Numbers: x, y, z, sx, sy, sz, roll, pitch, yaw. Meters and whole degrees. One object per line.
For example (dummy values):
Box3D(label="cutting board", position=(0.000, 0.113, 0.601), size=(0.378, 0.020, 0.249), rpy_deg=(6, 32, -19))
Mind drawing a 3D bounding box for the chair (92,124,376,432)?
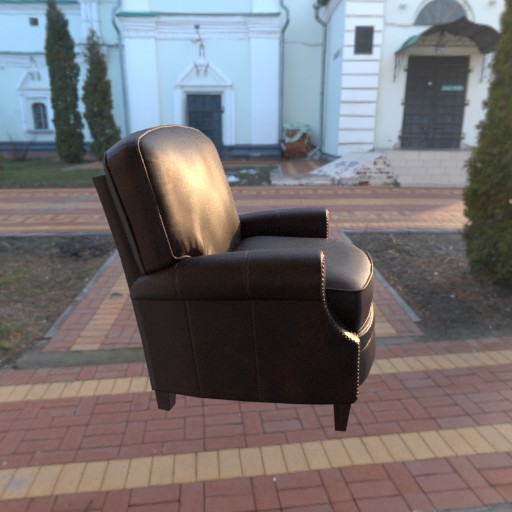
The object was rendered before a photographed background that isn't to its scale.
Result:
Box3D(label="chair", position=(0.000, 0.000, 1.791), size=(0.986, 1.018, 0.936), rpy_deg=(3, 16, 9))
